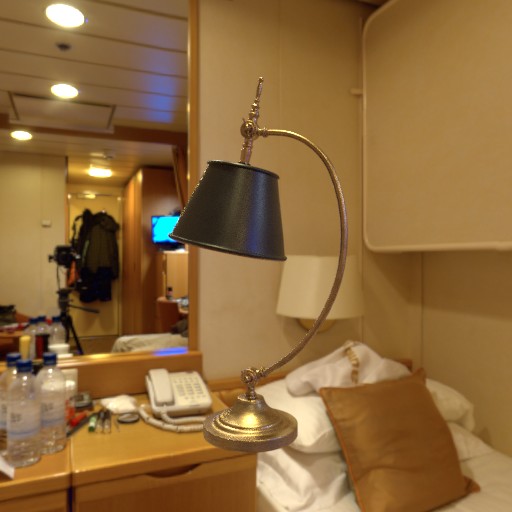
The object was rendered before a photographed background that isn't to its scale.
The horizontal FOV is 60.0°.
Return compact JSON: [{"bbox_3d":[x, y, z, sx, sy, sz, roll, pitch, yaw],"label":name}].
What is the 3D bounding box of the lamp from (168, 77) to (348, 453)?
[{"bbox_3d":[0.000,0.000,0.841,0.344,0.675,0.235,0,0,20],"label":"lamp"}]
